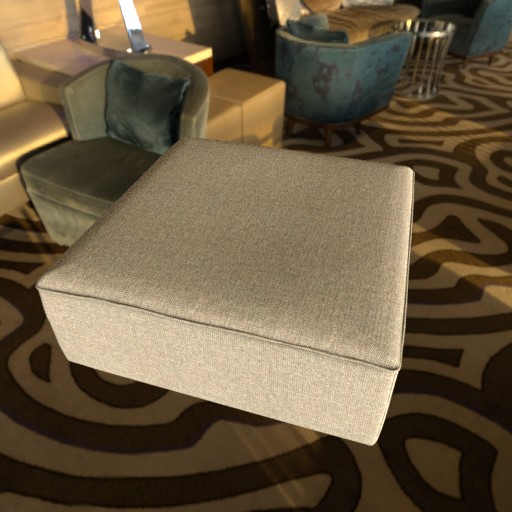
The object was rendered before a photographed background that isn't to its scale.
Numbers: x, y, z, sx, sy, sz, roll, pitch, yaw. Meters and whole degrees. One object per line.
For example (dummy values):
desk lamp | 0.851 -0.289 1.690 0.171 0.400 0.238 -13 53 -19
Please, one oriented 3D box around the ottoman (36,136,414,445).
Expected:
ottoman | 0.000 0.000 1.594 1.017 0.423 1.023 11 41 14
